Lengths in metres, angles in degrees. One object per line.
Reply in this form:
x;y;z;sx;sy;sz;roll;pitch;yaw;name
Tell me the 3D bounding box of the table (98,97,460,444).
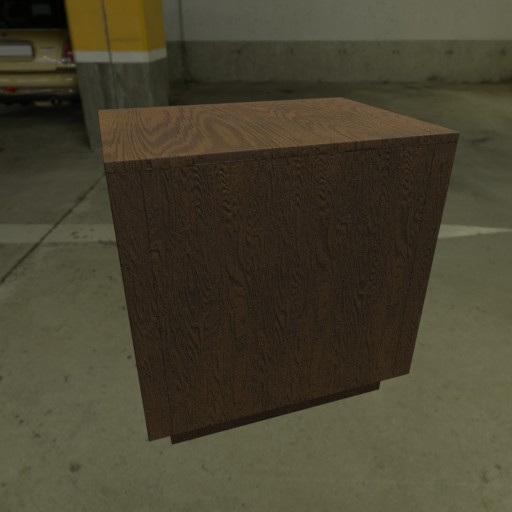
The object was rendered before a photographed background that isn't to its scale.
0.000;0.000;0.968;0.560;0.585;0.439;-9;29;-16;table
